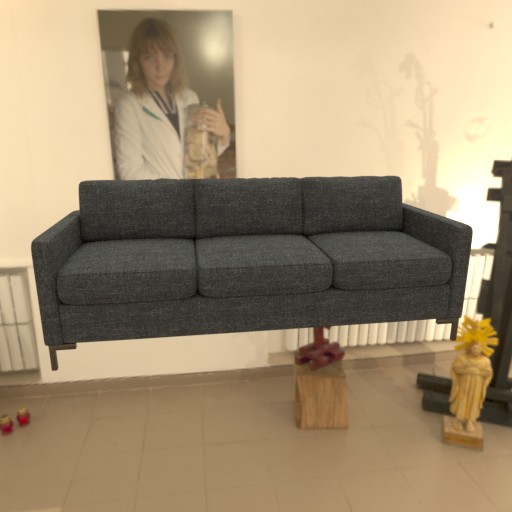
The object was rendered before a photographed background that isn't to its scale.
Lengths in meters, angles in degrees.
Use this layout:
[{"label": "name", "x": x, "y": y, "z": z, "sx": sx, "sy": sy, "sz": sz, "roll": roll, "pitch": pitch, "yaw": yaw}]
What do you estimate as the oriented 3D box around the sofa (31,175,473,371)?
[{"label": "sofa", "x": 0.000, "y": 0.000, "z": 2.620, "sx": 2.218, "sy": 0.874, "sz": 0.859, "roll": -2, "pitch": 16, "yaw": -8}]
